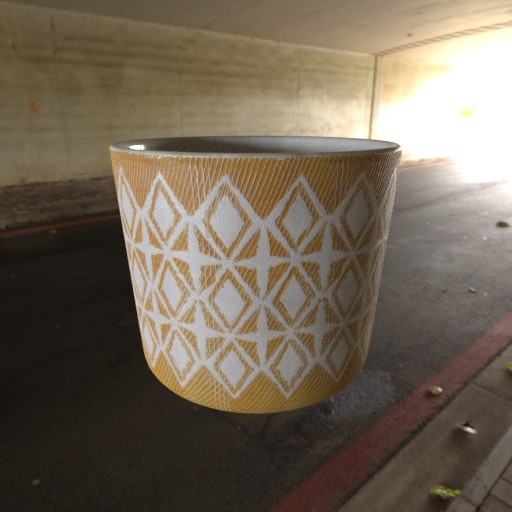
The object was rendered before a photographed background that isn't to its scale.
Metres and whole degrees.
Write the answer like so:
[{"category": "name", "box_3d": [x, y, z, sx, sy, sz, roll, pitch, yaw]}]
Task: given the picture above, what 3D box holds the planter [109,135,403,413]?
[{"category": "planter", "box_3d": [0.000, 0.000, 0.330, 0.193, 0.165, 0.193, 0, 18, 0]}]
